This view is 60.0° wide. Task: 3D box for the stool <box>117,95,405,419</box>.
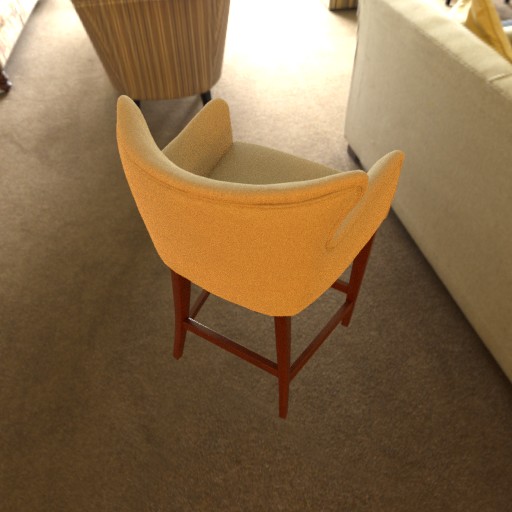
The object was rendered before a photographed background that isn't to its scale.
[{"bbox_3d":[0.000,0.000,1.309,0.601,0.951,0.570,23,51,20],"label":"stool"}]
